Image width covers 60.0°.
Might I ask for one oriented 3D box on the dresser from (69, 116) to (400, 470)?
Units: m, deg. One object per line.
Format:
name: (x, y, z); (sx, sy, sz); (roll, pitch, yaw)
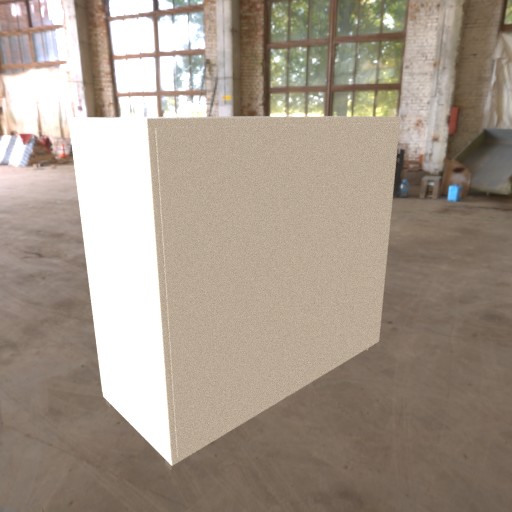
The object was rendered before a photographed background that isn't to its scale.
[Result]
dresser: (0.000, 0.000, 1.670); (1.100, 1.000, 0.460); (-16, 24, -40)
